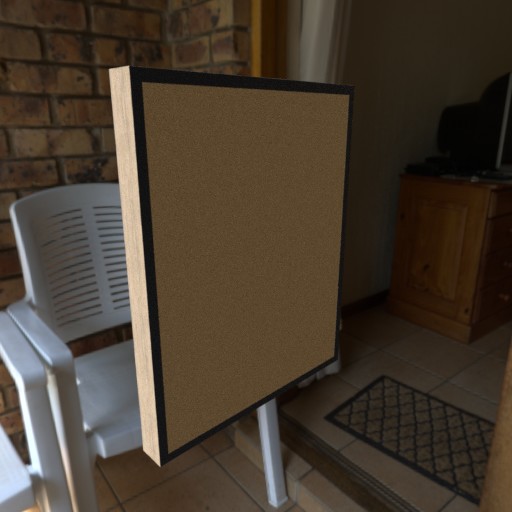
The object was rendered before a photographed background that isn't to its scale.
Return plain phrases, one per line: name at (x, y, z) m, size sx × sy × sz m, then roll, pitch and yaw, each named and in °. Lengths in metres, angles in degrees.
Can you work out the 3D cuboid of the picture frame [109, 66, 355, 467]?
picture frame at (0.000, 0.000, 0.706) m, size 0.421 × 0.526 × 0.046 m, roll -16°, pitch 23°, yaw -42°
